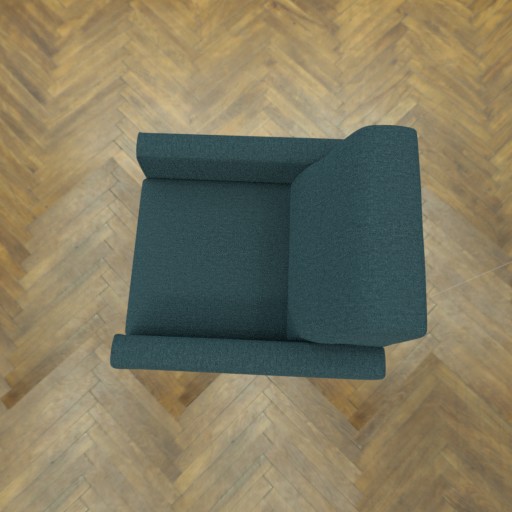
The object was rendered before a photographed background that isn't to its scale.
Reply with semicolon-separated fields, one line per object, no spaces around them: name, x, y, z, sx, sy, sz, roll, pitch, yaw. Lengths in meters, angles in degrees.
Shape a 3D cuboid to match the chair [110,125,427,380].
chair;0.000;0.000;1.696;0.964;0.940;0.880;2;75;1
